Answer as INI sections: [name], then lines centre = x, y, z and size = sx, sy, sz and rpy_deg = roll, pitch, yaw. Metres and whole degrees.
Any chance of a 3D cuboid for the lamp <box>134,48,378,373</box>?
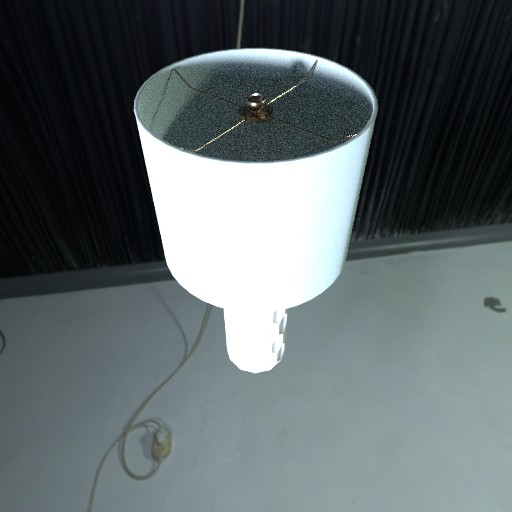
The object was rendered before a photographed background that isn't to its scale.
[lamp]
centre = 0.000, 0.000, 0.703
size = 0.277, 0.534, 0.277
rpy_deg = -10, 47, -10
